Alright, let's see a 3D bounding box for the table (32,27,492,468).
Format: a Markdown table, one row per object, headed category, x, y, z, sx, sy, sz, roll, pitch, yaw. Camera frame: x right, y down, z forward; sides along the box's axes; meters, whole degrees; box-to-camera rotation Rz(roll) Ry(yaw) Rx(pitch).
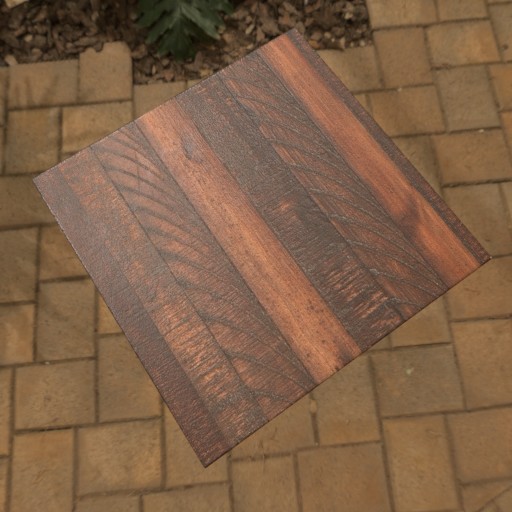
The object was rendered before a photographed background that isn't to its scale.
| category | x | y | z | sx | sy | sz | roll | pitch | yaw |
| --- | --- | --- | --- | --- | --- | --- | --- | --- | --- |
| table | 0.000 | 0.000 | 0.967 | 0.553 | 0.482 | 0.548 | -33 | 77 | -9 |
